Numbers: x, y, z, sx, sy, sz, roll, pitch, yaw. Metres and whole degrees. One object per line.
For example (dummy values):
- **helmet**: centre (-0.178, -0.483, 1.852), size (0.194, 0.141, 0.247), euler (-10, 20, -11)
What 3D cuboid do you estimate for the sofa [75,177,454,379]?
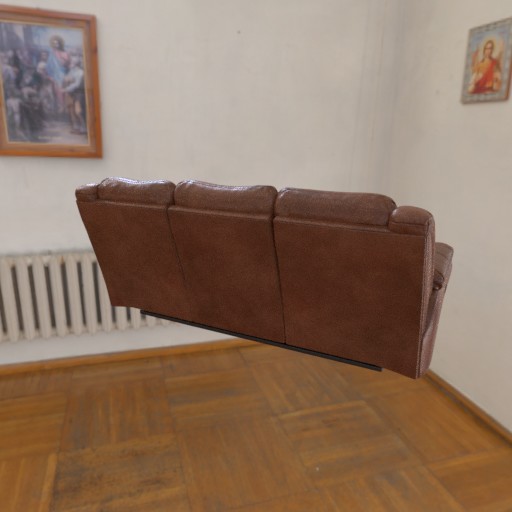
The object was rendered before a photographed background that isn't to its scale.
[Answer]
- **sofa**: centre (0.000, 0.000, 2.936), size (2.337, 1.043, 0.991), euler (8, 18, 27)
